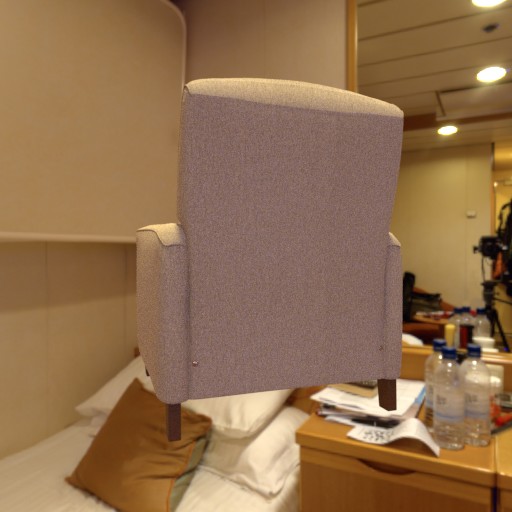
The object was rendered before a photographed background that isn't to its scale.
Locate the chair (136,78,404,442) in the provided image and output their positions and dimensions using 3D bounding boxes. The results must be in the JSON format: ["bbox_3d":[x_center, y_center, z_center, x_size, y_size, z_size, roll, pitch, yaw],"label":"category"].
[{"bbox_3d":[0.000,0.000,1.660,0.848,1.014,0.864,0,1,-19],"label":"chair"}]
